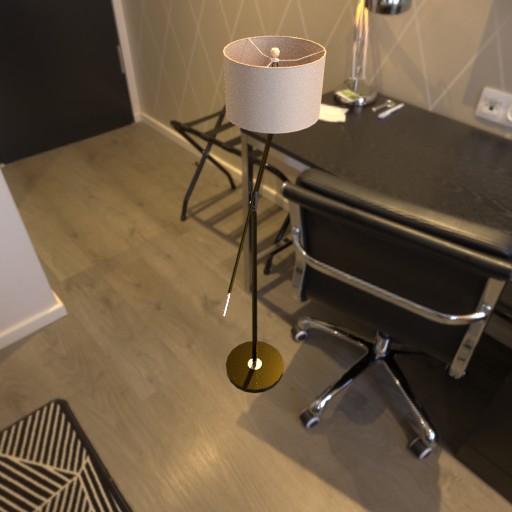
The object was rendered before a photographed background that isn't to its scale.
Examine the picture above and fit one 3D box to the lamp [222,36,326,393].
[{"bbox_3d":[0.000,0.000,1.989,0.373,1.635,0.809,12,43,14],"label":"lamp"}]
